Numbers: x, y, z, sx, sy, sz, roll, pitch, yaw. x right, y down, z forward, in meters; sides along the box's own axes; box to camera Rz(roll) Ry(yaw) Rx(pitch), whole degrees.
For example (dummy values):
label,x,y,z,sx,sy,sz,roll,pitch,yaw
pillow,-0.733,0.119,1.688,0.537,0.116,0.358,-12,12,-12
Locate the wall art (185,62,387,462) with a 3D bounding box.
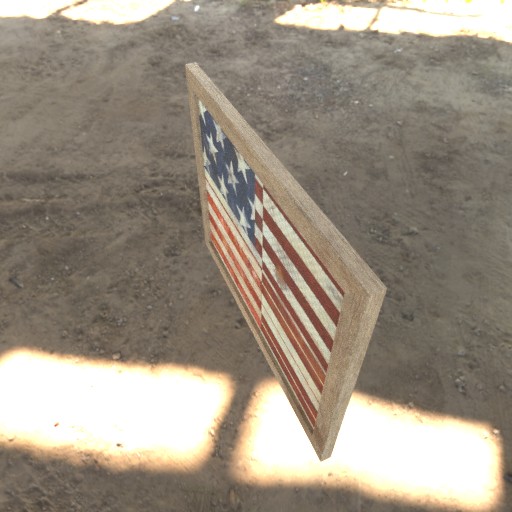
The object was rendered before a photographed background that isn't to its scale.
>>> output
label,x,y,z,sx,sy,sz,roll,pitch,yaw
wall art,0.000,0.000,0.922,0.026,0.535,0.690,-18,49,-16
